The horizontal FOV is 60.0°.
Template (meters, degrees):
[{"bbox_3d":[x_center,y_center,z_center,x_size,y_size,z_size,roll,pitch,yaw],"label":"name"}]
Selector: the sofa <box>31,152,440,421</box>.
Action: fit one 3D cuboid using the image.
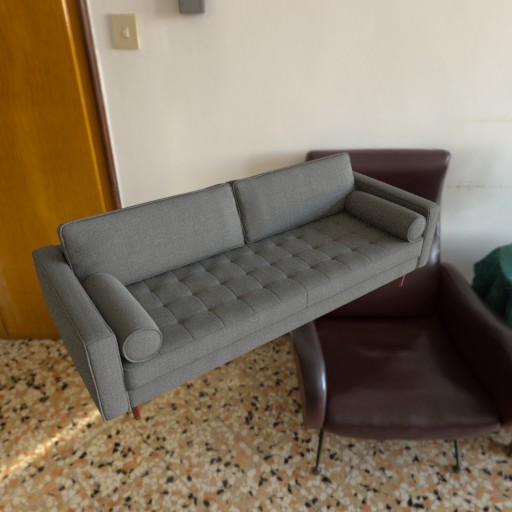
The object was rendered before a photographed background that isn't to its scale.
[{"bbox_3d":[0.000,0.000,2.583,2.198,0.762,0.914,-20,36,-30],"label":"sofa"}]
